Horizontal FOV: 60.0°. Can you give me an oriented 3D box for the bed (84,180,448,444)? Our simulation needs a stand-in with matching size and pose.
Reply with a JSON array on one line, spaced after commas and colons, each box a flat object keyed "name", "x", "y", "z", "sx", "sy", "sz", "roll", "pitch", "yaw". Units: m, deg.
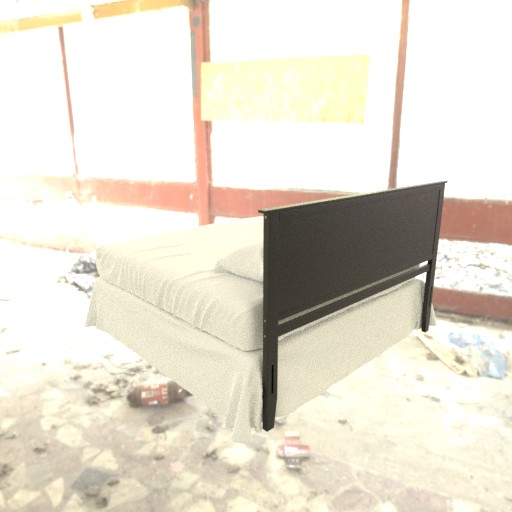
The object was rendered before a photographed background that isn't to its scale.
[{"name": "bed", "x": 0.000, "y": 0.000, "z": 3.725, "sx": 2.315, "sy": 1.271, "sz": 2.219, "roll": -14, "pitch": 21, "yaw": -41}]
